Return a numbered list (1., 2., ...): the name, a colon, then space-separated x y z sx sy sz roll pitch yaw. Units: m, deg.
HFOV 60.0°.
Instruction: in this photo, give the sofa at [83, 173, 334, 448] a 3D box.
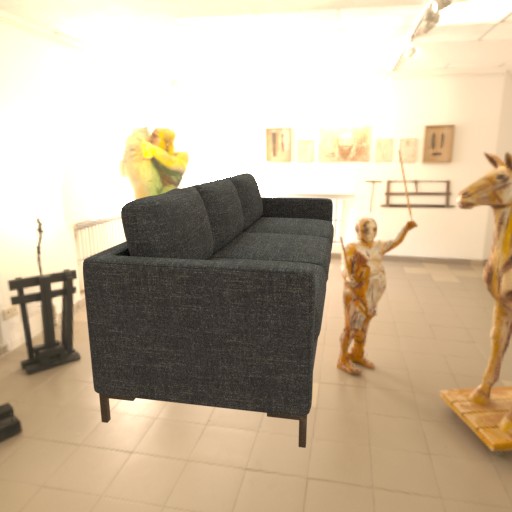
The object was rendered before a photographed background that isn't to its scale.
1. sofa: 0.000 0.000 2.610 0.859 0.874 2.218 3 14 11
